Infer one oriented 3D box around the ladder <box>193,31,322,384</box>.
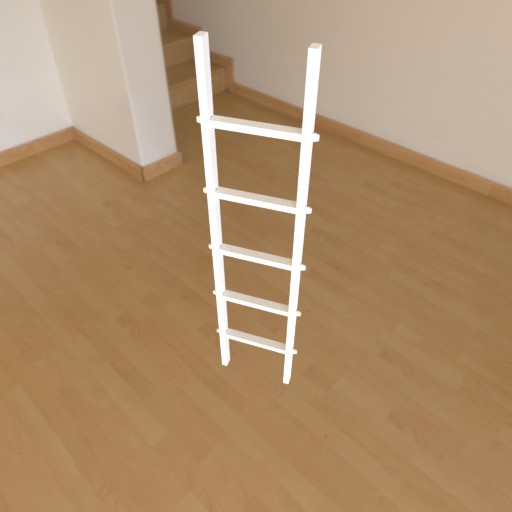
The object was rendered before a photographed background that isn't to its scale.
[{"bbox_3d":[0.000,0.000,1.965,0.452,1.797,0.051,13,44,14],"label":"ladder"}]
